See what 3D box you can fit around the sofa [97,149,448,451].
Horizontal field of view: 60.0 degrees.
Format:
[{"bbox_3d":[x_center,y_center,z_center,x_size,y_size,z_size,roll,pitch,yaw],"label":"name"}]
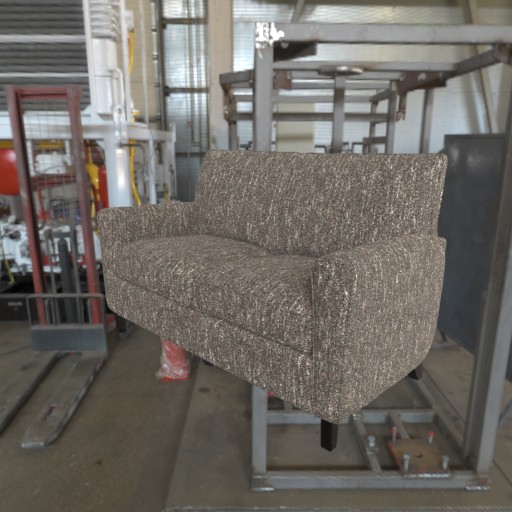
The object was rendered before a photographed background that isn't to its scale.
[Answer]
[{"bbox_3d":[0.000,0.000,2.053,1.519,0.946,0.801,13,19,43],"label":"sofa"}]
